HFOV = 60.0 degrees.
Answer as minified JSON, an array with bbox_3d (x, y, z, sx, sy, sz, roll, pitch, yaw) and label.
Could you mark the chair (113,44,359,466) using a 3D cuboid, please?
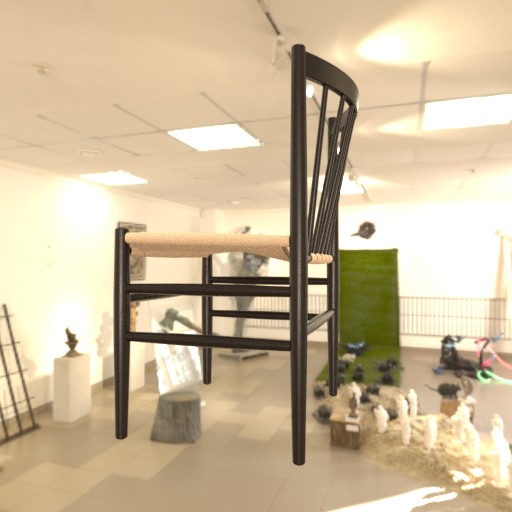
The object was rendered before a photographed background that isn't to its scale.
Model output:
[{"bbox_3d":[0.000,0.000,1.133,0.516,0.818,0.495,0,-1,18],"label":"chair"}]
